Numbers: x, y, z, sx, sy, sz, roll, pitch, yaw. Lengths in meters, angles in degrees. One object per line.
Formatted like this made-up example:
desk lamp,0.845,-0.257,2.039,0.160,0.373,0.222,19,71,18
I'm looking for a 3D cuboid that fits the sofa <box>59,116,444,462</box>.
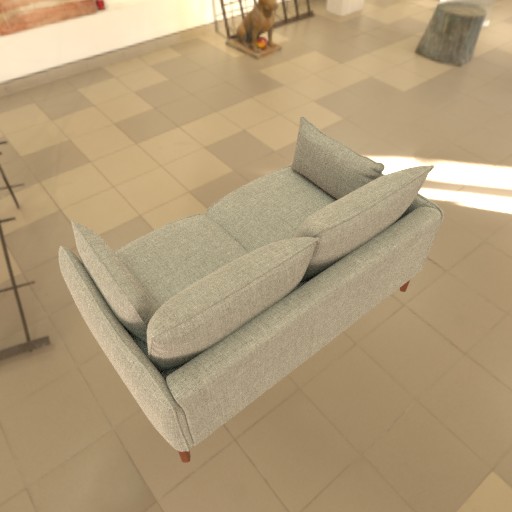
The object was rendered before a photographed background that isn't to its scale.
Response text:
sofa,0.000,0.000,2.117,1.580,0.851,0.972,-31,54,-25
